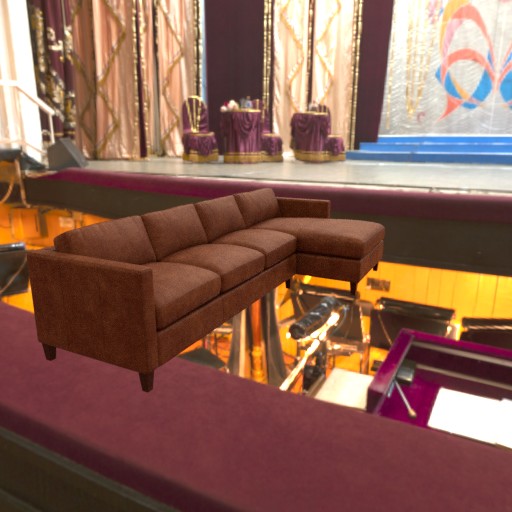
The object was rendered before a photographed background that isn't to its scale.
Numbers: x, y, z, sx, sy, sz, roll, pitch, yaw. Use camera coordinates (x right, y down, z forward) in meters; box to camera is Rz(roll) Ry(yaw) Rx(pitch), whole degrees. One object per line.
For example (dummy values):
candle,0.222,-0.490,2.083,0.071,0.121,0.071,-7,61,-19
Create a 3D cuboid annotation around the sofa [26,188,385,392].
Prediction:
sofa,0.000,0.000,3.849,1.581,0.883,3.203,7,16,26
